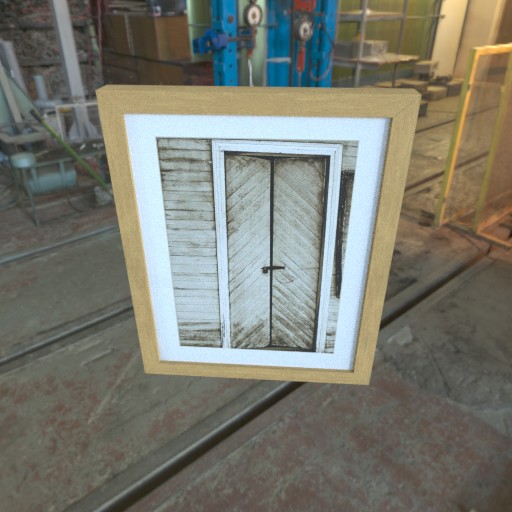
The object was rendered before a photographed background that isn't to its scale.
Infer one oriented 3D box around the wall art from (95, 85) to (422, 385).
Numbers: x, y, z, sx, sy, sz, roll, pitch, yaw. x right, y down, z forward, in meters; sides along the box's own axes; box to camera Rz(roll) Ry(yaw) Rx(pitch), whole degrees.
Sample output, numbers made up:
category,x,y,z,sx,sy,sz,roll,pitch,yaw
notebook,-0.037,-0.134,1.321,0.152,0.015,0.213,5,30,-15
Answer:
category,x,y,z,sx,sy,sz,roll,pitch,yaw
wall art,0.000,0.000,0.532,0.312,0.380,0.030,2,31,3
